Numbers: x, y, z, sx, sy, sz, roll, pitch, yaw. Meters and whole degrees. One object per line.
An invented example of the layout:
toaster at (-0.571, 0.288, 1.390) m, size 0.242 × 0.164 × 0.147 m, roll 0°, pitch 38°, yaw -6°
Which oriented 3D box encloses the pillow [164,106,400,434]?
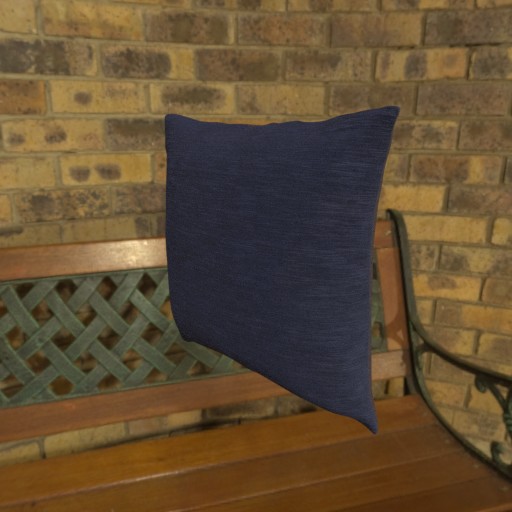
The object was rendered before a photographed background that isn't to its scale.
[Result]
pillow at (0.000, 0.000, 0.698) m, size 0.452 × 0.439 × 0.204 m, roll 15°, pitch 21°, yaw 42°
